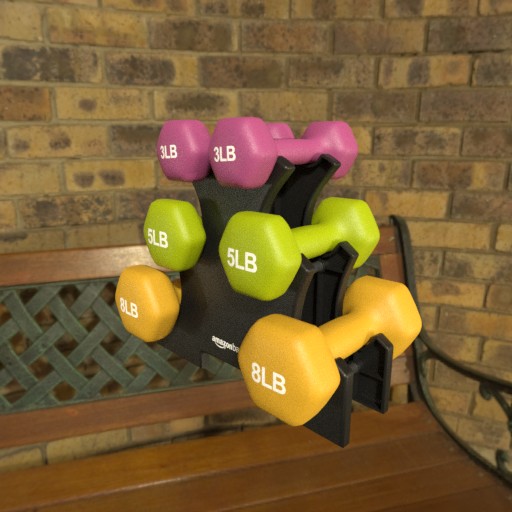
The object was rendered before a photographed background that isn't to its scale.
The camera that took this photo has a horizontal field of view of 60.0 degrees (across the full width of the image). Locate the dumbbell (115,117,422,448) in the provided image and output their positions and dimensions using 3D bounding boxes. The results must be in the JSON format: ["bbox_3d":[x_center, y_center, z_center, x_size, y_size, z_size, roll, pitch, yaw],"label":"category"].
[{"bbox_3d":[0.000,0.000,0.464,0.300,0.271,0.190,14,21,43],"label":"dumbbell"}]
